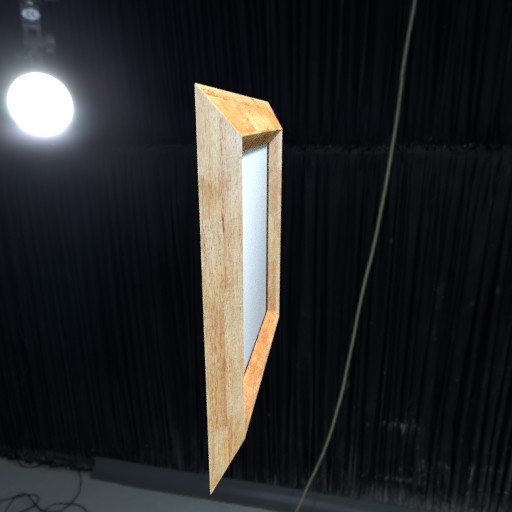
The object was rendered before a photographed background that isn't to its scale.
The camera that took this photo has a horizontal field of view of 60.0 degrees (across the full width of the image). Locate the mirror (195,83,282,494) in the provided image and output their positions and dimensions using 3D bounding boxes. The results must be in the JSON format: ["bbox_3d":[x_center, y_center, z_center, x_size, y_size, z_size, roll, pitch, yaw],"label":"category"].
[{"bbox_3d":[0.000,0.000,0.956,0.047,0.651,0.651,3,17,9],"label":"mirror"}]
